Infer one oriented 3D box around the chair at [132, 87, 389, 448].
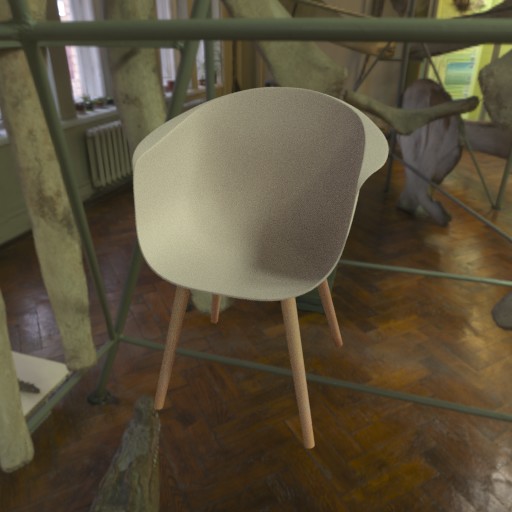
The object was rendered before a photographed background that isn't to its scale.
[{"bbox_3d":[0.000,0.000,1.161,0.593,0.781,0.504,8,28,16],"label":"chair"}]
